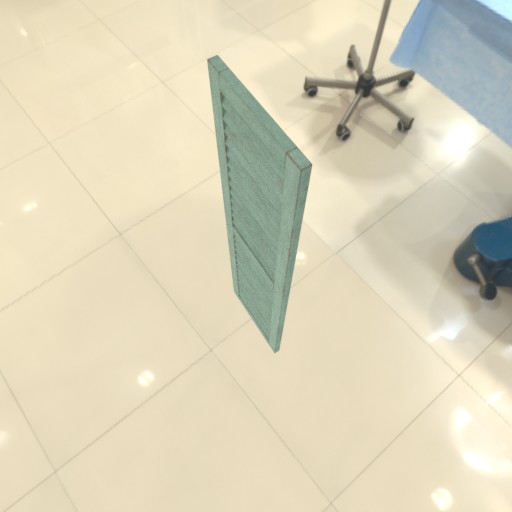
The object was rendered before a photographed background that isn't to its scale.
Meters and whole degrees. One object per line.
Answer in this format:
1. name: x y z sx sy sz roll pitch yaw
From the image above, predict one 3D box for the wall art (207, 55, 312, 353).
1. wall art: 0.000 0.000 1.370 0.025 1.219 0.329 -29 67 -14
